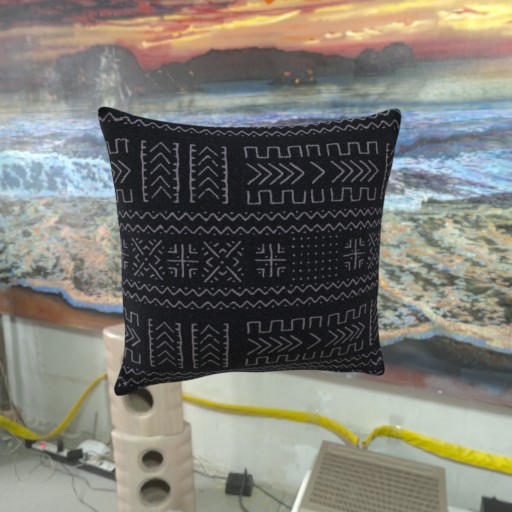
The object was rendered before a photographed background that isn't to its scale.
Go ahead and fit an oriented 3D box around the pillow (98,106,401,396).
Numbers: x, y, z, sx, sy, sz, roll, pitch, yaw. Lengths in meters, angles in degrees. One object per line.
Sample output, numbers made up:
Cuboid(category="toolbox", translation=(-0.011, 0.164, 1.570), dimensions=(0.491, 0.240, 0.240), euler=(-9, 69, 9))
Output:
Cuboid(category="pillow", translation=(0.000, 0.000, 0.667), dimensions=(0.438, 0.430, 0.164), euler=(-2, 14, -10))
